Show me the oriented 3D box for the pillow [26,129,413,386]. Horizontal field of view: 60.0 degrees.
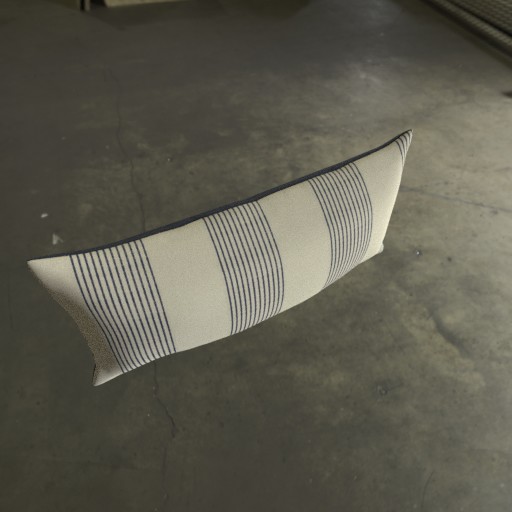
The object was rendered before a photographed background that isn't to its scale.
[{"bbox_3d":[0.000,0.000,0.719,0.610,0.287,0.151,-23,50,-20],"label":"pillow"}]
